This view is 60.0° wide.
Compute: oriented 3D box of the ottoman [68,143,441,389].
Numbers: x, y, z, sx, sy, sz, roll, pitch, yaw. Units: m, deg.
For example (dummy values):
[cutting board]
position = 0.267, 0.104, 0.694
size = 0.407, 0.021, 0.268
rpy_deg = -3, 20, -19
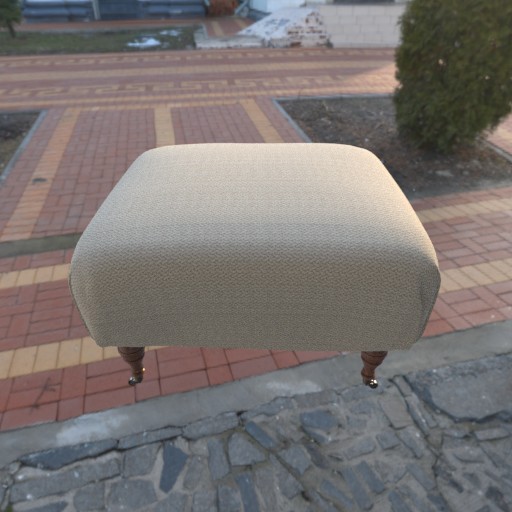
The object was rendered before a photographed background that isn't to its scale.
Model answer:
[ottoman]
position = 0.000, 0.000, 1.079
size = 0.684, 0.447, 0.622
rpy_deg = 0, 32, 1
